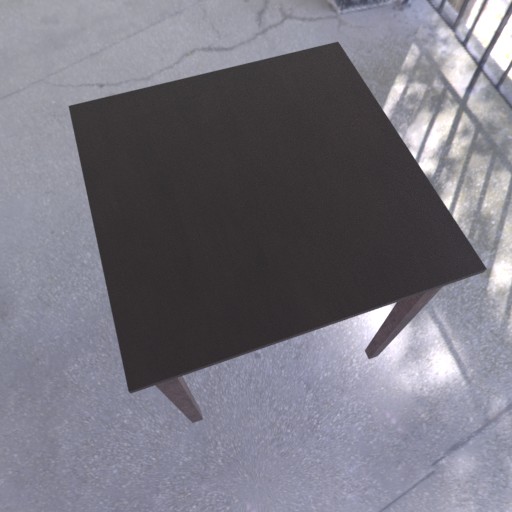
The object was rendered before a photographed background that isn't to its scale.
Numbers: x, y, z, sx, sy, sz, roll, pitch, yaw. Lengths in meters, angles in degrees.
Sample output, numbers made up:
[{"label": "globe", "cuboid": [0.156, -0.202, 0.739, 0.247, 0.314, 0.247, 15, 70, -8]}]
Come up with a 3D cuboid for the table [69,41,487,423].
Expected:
[{"label": "table", "cuboid": [0.000, 0.000, 1.361, 0.749, 0.770, 0.749, -17, 64, -9]}]
